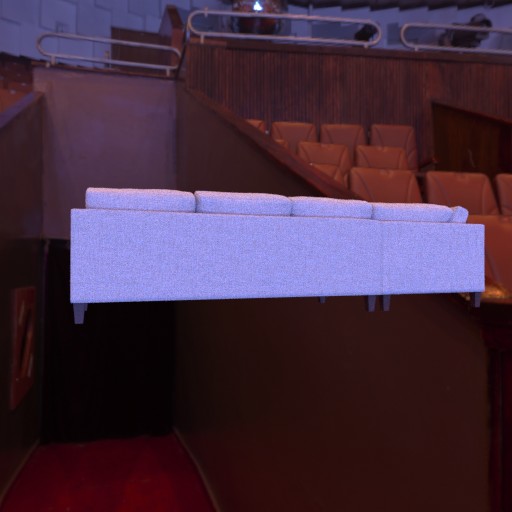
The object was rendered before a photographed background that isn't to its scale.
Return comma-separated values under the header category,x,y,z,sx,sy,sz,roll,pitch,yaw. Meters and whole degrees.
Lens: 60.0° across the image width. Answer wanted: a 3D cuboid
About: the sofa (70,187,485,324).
category,x,y,z,sx,sy,sz,roll,pitch,yaw
sofa,0.000,0.000,4.263,3.182,0.863,2.432,0,-1,-19
